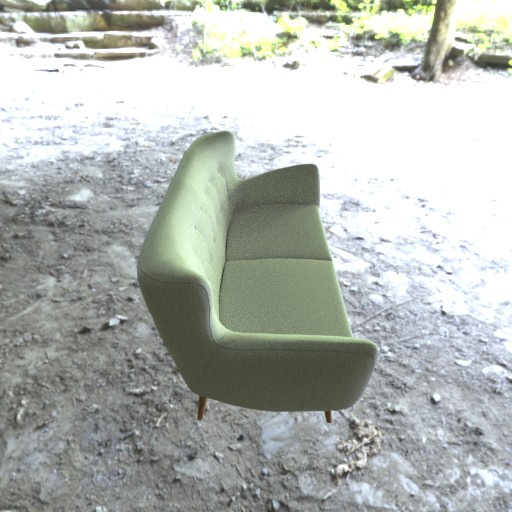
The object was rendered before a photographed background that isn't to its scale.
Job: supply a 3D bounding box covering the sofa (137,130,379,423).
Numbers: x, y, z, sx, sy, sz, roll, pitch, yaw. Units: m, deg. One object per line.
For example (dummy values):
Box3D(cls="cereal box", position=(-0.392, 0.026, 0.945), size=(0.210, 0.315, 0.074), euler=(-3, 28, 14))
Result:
Box3D(cls="sofa", position=(0.000, 0.000, 2.423), size=(0.899, 0.890, 1.930), euler=(0, 31, 0))
